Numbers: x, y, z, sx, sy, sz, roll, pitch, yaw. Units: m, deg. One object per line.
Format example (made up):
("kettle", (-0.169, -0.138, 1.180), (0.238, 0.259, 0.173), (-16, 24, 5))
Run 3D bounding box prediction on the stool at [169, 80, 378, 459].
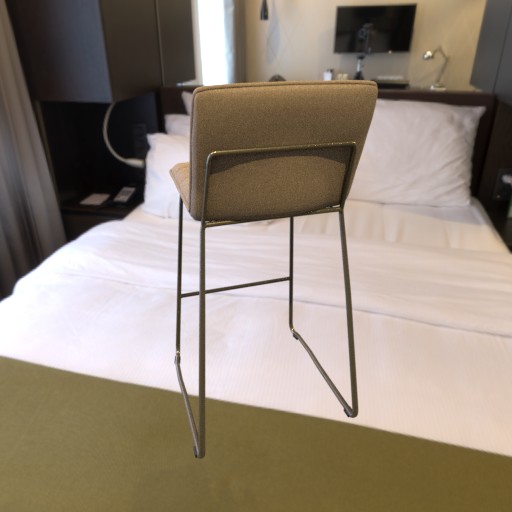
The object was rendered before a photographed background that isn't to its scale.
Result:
("stool", (0.000, 0.000, 1.255), (0.490, 0.960, 0.490), (-8, 28, -16))
